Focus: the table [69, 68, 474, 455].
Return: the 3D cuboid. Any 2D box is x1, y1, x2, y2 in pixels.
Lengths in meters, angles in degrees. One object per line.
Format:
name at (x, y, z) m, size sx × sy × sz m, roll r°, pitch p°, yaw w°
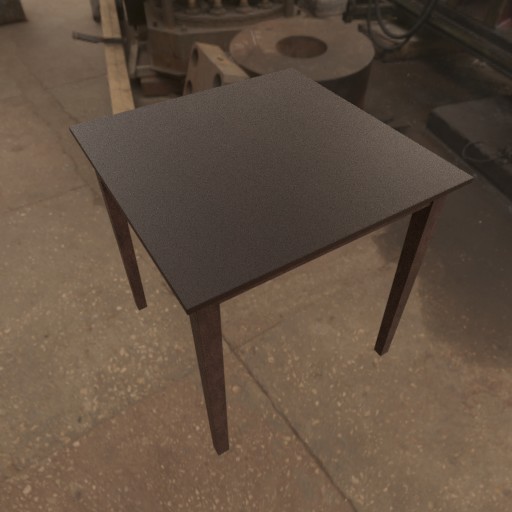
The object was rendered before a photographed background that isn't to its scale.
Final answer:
table at (0.000, 0.000, 1.406) m, size 0.749 × 0.770 × 0.749 m, roll -24°, pitch 50°, yaw -22°
